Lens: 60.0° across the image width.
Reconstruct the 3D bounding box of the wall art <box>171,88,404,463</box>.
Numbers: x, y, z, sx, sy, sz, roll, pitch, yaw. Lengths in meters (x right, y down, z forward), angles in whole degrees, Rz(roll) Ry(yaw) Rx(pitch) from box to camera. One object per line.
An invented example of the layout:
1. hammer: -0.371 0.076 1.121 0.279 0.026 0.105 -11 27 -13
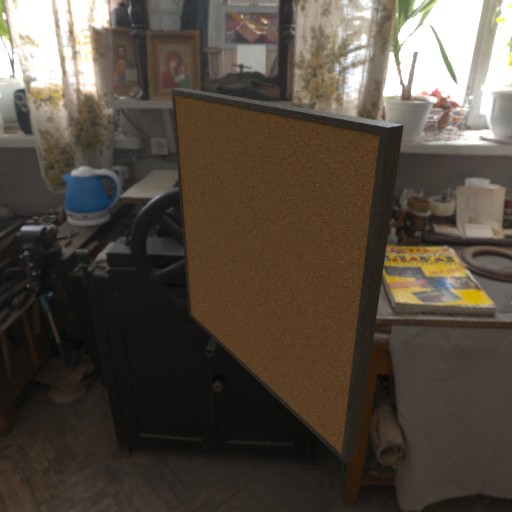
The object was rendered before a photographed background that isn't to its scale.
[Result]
1. wall art: 0.000 0.000 1.147 0.039 0.758 0.758 -18 31 -32
